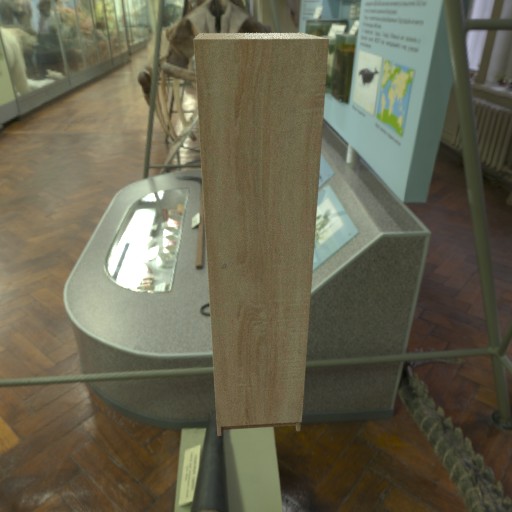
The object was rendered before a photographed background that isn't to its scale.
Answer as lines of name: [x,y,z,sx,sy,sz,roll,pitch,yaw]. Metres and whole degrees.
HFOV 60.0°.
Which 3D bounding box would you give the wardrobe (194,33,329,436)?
wardrobe: [0.000,0.000,2.376,0.496,2.117,0.588,-2,29,-4]
